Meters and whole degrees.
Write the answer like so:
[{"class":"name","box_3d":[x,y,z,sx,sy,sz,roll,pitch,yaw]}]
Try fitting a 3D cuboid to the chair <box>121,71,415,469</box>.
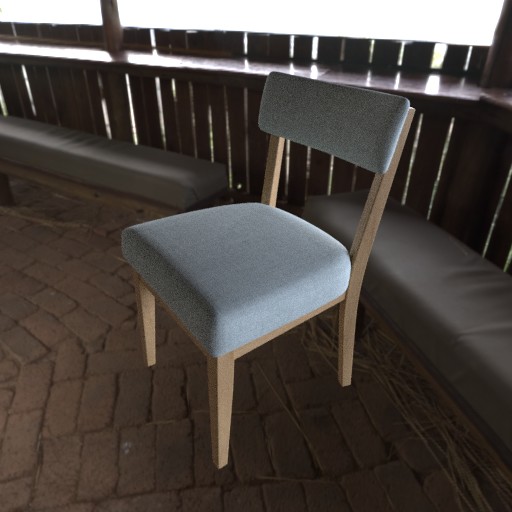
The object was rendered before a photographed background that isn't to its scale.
[{"class":"chair","box_3d":[0.000,0.000,1.183,0.572,0.832,0.508,-20,36,-30]}]
